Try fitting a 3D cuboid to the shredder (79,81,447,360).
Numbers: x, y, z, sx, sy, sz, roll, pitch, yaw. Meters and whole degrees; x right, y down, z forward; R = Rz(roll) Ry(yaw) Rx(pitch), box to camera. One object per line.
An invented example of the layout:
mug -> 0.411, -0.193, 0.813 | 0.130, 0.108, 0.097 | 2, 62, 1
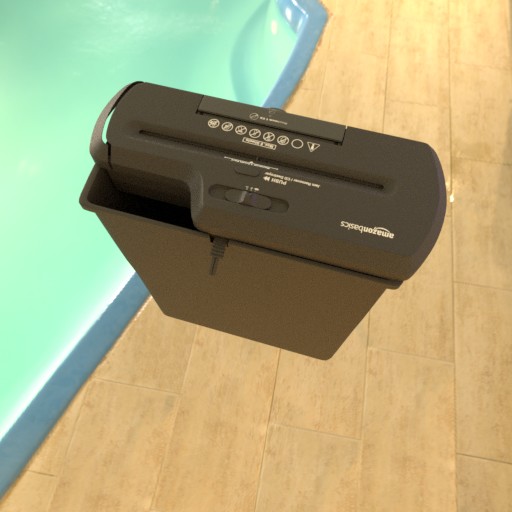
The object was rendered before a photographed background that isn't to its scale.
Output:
shredder -> 0.000, 0.000, 0.515 | 0.320, 0.335, 0.170 | 15, 64, 7
